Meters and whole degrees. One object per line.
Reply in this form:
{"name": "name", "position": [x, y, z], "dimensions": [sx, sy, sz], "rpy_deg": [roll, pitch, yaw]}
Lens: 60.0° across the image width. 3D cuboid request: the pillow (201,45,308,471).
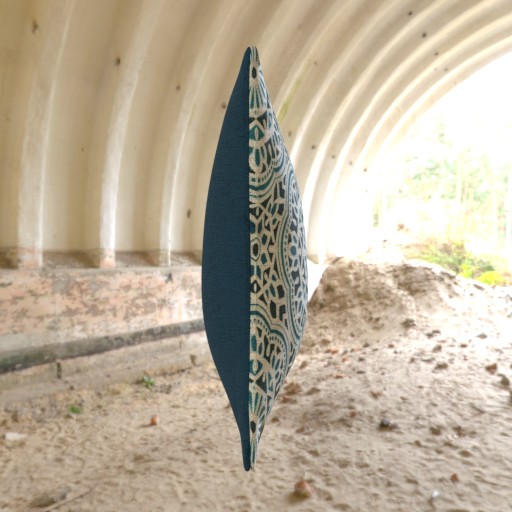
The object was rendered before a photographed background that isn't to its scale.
{"name": "pillow", "position": [0.000, 0.000, 0.644], "dimensions": [0.145, 0.420, 0.440], "rpy_deg": [0, -1, 1]}
